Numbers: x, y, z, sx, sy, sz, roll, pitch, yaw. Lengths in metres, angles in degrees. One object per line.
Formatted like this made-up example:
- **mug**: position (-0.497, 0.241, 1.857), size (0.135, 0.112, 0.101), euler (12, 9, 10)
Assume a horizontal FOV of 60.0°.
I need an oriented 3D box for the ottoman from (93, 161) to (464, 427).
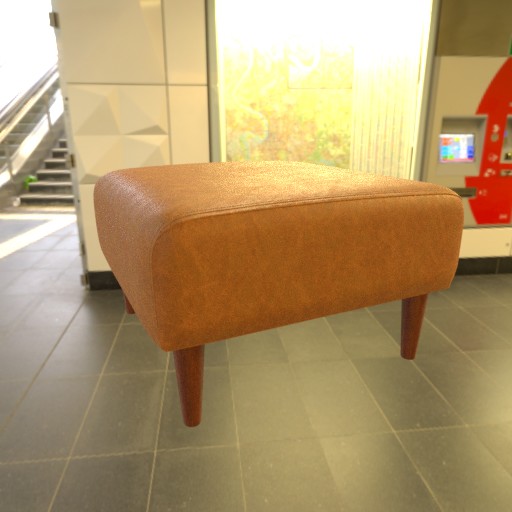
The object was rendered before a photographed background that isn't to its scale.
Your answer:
- **ottoman**: position (0.000, 0.000, 1.052), size (0.650, 0.399, 0.650), euler (-8, 19, -25)
